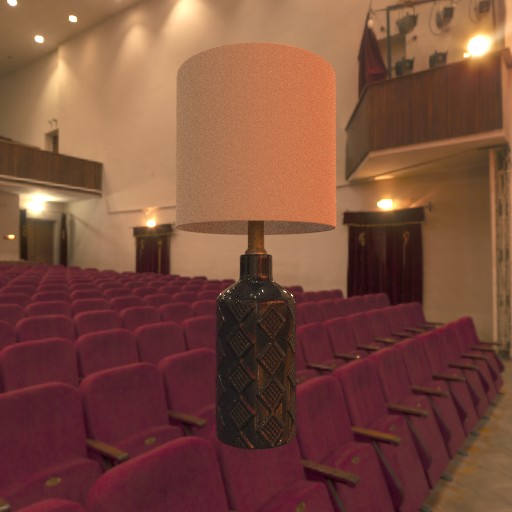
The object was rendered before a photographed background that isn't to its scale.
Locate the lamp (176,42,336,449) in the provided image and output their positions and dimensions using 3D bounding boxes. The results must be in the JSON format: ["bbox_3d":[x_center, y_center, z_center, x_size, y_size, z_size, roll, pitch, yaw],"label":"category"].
[{"bbox_3d":[0.000,0.000,0.579,0.207,0.461,0.207,-1,-2,36],"label":"lamp"}]
